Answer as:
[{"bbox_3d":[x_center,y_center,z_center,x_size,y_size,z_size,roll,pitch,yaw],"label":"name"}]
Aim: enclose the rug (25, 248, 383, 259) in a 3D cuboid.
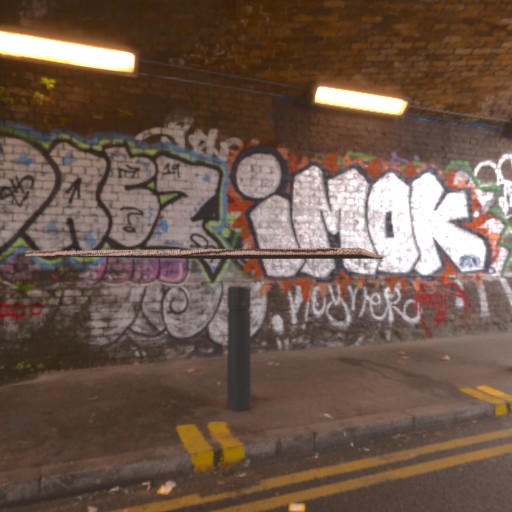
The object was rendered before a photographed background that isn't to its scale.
[{"bbox_3d":[0.000,0.000,2.345,1.238,0.020,1.847,0,-1,18],"label":"rug"}]
